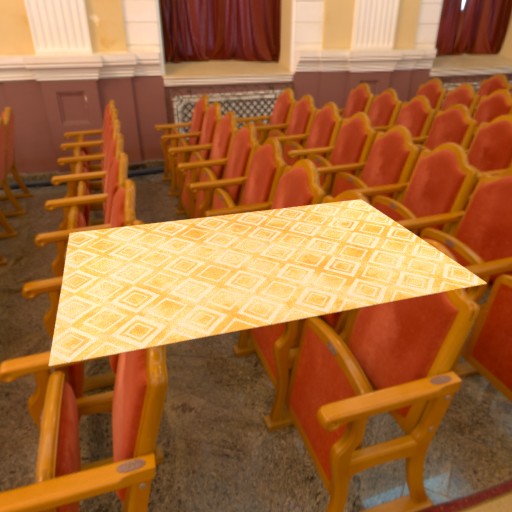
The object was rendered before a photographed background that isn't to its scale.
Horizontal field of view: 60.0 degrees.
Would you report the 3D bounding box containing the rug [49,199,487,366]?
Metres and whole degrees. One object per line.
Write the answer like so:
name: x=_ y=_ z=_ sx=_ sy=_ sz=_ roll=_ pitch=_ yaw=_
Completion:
rug: x=0.000 y=0.000 z=2.955 sx=2.424 sy=0.010 sz=1.511 roll=-8 pitch=28 yaw=-15
